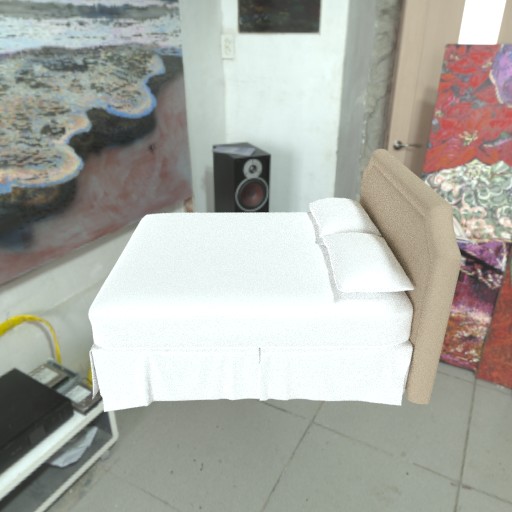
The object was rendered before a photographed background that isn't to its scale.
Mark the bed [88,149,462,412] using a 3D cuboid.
[{"bbox_3d":[0.000,0.000,3.342,2.204,1.301,1.828,0,27,-1],"label":"bed"}]
